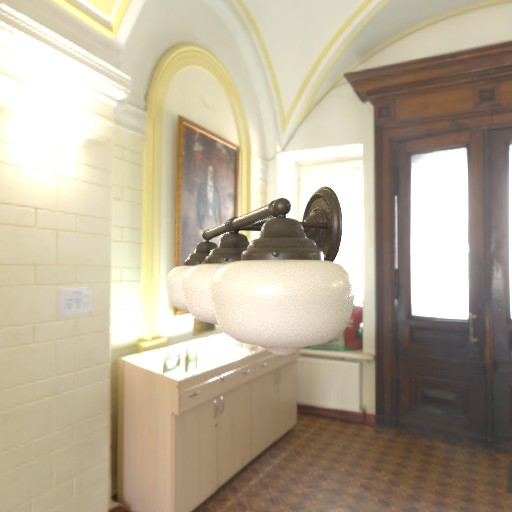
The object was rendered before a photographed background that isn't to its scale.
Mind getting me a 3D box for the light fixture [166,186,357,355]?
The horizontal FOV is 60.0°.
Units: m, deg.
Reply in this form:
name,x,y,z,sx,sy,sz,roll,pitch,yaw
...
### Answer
name,x,y,z,sx,sy,sz,roll,pitch,yaw
light fixture,0.000,0.000,0.720,0.239,0.242,0.587,1,-2,-18
